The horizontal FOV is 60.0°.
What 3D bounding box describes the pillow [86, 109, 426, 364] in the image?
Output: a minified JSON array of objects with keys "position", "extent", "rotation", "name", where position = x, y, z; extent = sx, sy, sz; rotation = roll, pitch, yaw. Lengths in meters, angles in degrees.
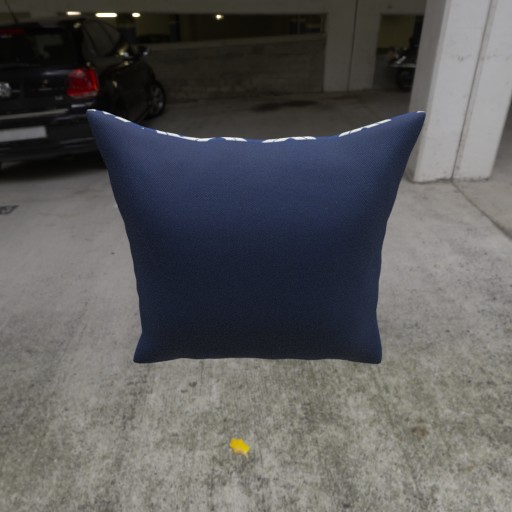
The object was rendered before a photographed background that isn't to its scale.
[{"position":[0.000,0.000,0.775],"extent":[0.504,0.494,0.188],"rotation":[0,29,0],"name":"pillow"}]
